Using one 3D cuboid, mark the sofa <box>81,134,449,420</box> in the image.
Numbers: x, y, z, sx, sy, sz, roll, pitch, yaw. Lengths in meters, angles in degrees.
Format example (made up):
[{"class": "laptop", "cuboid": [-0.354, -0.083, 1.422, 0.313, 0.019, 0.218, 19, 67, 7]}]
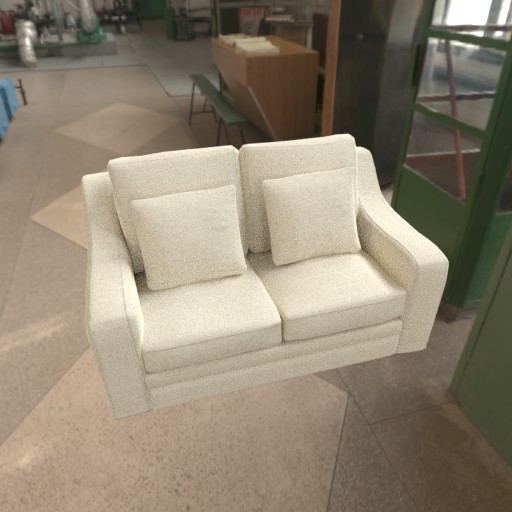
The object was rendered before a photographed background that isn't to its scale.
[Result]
[{"class": "sofa", "cuboid": [0.000, 0.000, 2.393, 1.744, 1.047, 1.040, -9, 34, -13]}]
